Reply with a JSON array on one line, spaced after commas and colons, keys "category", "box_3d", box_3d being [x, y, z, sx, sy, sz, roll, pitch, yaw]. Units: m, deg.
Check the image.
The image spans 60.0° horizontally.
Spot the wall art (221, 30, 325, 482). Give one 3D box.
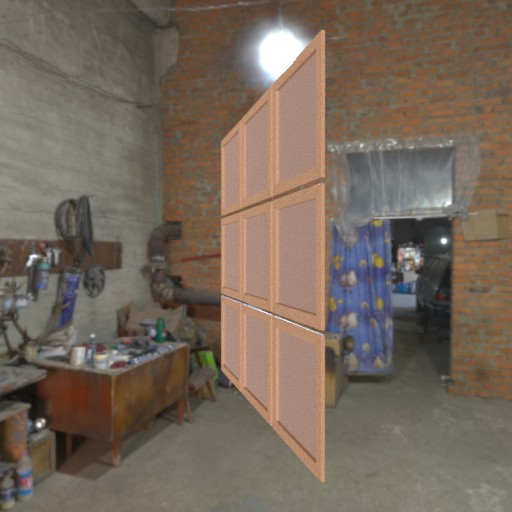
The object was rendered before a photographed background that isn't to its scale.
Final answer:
[{"category": "wall art", "box_3d": [0.000, 0.000, 2.202, 0.014, 1.507, 1.519, 0, 0, -17]}]
